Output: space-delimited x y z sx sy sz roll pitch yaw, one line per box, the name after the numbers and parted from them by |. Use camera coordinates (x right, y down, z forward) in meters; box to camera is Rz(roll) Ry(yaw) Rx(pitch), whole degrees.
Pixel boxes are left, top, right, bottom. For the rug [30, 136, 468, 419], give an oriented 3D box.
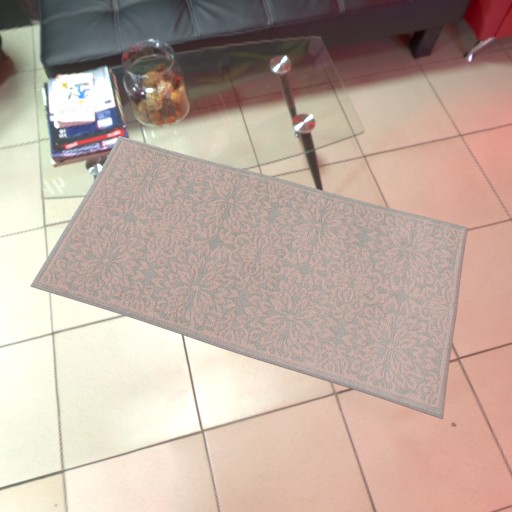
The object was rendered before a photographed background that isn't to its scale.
0.000 0.000 1.363 1.219 0.007 0.604 16 65 8 | rug
